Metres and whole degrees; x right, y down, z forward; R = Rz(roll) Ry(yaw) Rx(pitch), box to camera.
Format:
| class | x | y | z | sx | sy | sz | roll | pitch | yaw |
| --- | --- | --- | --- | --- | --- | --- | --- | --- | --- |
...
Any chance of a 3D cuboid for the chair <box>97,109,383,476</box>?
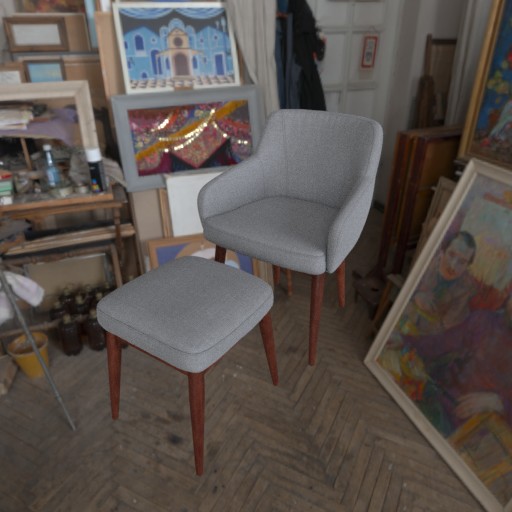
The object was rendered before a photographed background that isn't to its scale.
| class | x | y | z | sx | sy | sz | roll | pitch | yaw |
| --- | --- | --- | --- | --- | --- | --- | --- | --- | --- |
| chair | 0.000 | 0.000 | 1.533 | 0.584 | 0.799 | 1.107 | 18 | 33 | 29 |
